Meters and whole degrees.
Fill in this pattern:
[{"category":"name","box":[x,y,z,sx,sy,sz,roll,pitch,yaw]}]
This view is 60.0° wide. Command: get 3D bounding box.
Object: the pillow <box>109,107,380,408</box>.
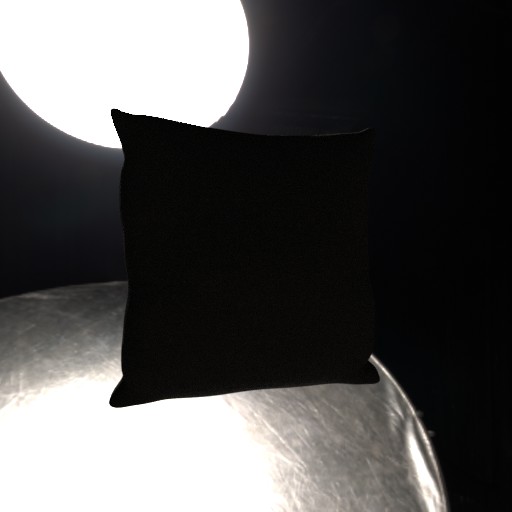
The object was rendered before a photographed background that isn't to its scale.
[{"category":"pillow","box":[0.000,0.000,0.798,0.503,0.496,0.208,0,0,-17]}]
